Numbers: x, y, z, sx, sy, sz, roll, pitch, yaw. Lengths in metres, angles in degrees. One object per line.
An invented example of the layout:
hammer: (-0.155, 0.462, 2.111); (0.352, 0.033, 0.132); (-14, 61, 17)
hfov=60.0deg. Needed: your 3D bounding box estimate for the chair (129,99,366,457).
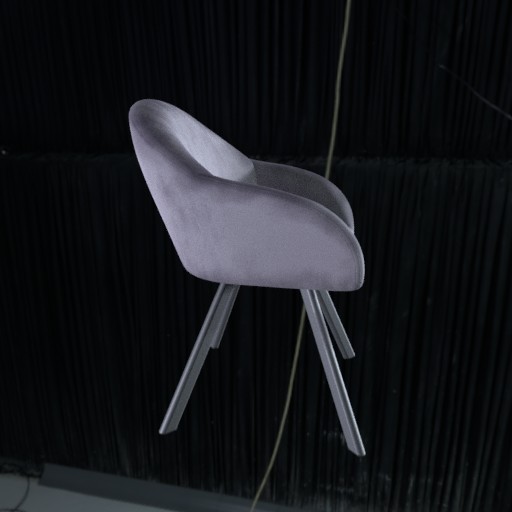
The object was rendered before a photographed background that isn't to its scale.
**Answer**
chair: (0.000, 0.000, 1.184); (0.590, 0.795, 0.550); (3, 16, 9)
